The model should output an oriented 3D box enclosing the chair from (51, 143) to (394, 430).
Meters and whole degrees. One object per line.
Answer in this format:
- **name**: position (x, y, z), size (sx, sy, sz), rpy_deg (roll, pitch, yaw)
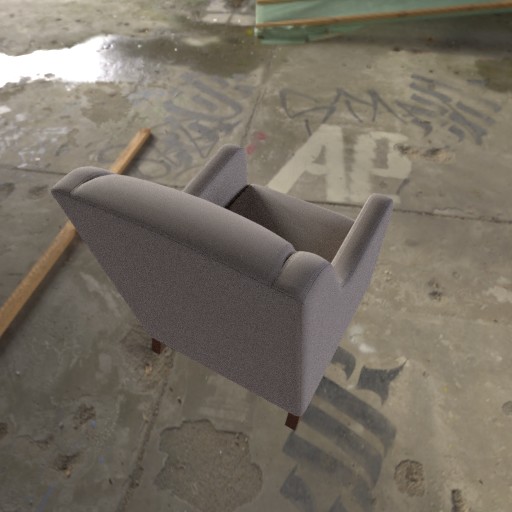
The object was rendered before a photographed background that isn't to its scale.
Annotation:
- **chair**: position (0.000, 0.000, 1.581), size (0.715, 1.010, 0.863), rpy_deg (23, 52, 19)
